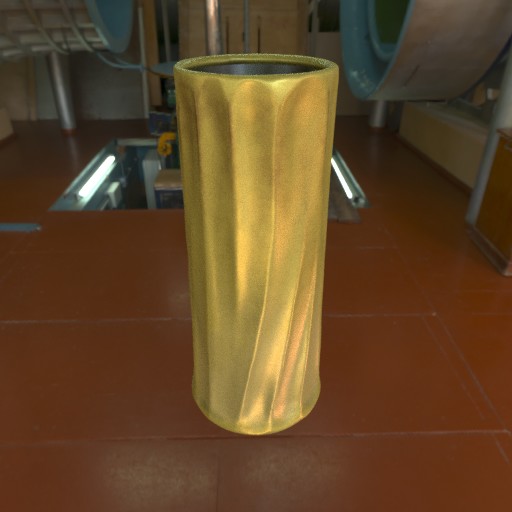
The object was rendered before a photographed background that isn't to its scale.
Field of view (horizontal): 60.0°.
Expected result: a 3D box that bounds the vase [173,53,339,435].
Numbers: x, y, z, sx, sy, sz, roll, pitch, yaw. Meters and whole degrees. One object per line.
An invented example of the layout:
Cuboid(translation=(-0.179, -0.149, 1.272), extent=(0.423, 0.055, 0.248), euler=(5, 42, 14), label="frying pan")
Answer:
Cuboid(translation=(0.000, 0.000, 0.177), extent=(0.061, 0.143, 0.061), euler=(0, 31, 0), label="vase")
